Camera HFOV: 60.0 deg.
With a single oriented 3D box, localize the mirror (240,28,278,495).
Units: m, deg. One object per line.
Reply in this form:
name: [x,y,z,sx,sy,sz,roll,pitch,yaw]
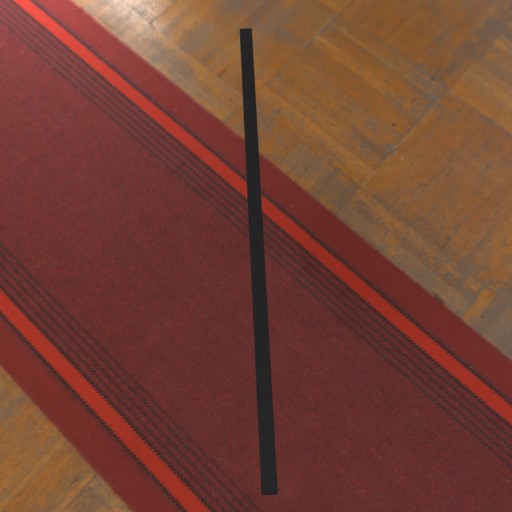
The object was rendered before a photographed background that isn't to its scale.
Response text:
mirror: [0.000,0.000,1.786,0.047,0.692,1.584,-3,75,-1]
